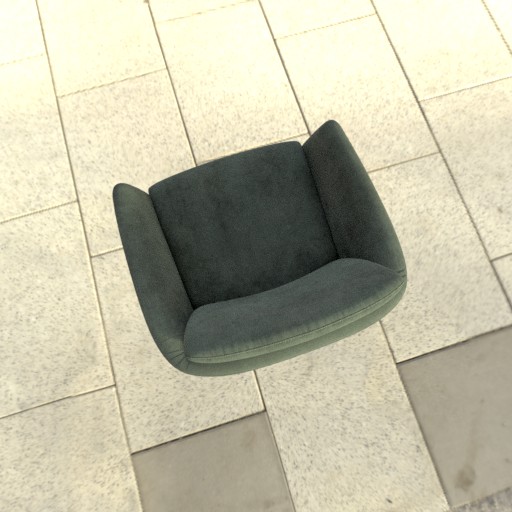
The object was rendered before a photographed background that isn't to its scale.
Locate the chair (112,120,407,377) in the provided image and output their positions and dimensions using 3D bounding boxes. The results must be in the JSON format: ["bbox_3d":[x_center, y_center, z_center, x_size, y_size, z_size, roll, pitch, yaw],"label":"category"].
[{"bbox_3d":[0.000,0.000,1.324,0.641,0.908,0.635,-19,76,-5],"label":"chair"}]
